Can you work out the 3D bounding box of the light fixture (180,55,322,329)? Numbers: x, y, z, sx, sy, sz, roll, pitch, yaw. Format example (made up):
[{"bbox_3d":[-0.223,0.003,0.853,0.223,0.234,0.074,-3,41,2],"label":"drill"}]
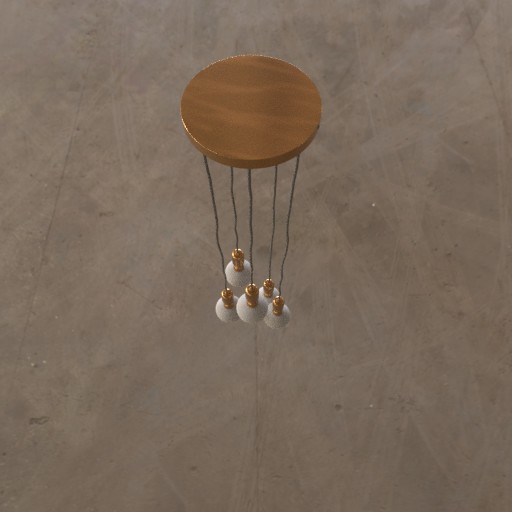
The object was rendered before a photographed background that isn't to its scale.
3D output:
[{"bbox_3d":[0.000,0.000,0.504,0.105,0.457,0.108,18,65,9],"label":"light fixture"}]
